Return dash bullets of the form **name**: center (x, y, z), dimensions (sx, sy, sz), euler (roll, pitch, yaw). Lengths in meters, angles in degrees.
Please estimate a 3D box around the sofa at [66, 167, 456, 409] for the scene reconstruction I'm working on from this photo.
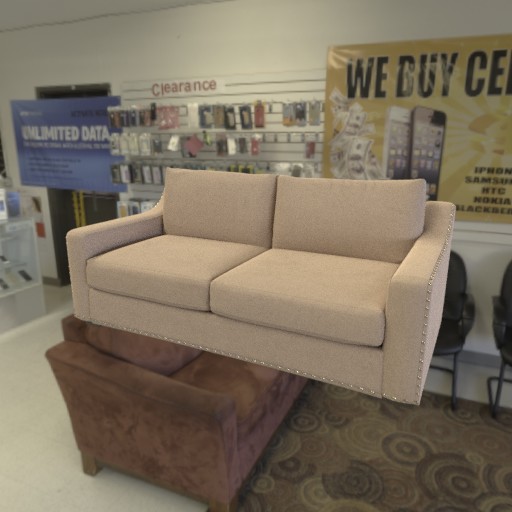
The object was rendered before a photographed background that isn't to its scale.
- **sofa**: center (0.000, 0.000, 2.525), dimensions (1.967, 0.901, 1.030), euler (8, 17, 26)
